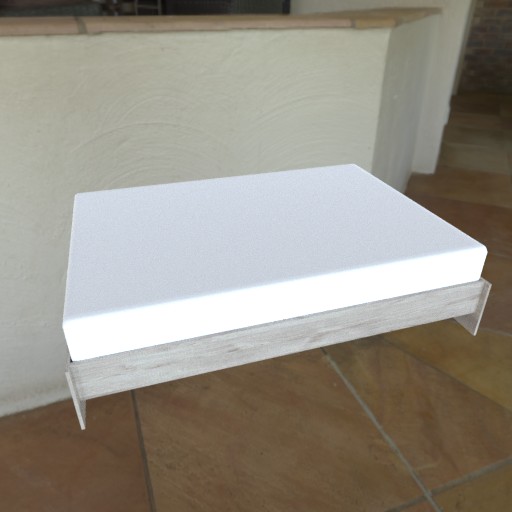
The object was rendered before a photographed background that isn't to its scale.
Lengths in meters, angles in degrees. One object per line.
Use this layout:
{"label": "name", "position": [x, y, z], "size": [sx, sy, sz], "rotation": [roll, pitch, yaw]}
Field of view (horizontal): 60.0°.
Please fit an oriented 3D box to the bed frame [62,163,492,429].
{"label": "bed frame", "position": [0.000, 0.000, 2.530], "size": [1.945, 0.497, 1.445], "rotation": [-9, 31, -15]}
